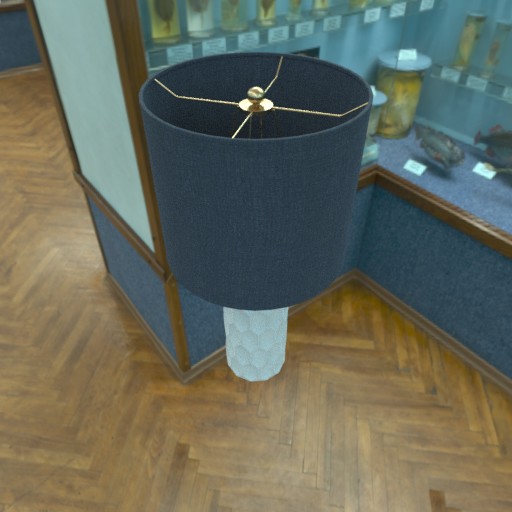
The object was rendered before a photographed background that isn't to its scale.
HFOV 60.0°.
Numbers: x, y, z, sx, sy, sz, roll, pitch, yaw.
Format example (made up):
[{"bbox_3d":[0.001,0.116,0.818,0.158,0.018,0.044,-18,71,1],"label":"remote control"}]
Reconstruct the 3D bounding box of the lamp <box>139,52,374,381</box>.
[{"bbox_3d":[0.000,0.000,0.708,0.277,0.537,0.277,-25,47,-26],"label":"lamp"}]
